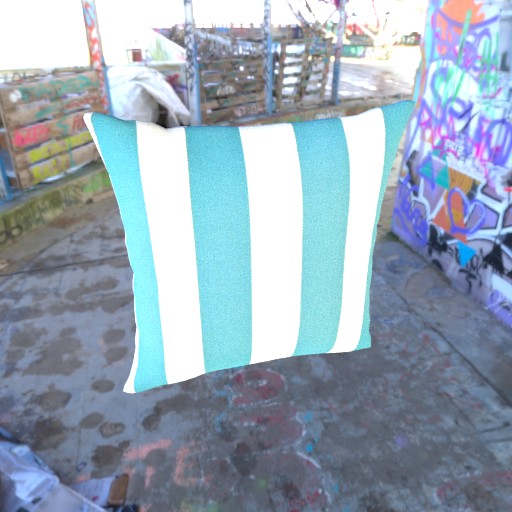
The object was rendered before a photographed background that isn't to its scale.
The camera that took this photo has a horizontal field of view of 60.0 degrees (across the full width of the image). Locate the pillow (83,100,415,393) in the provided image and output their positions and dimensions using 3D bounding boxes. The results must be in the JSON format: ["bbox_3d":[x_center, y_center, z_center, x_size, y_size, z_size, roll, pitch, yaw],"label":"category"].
[{"bbox_3d":[0.000,0.000,0.803,0.536,0.526,0.189,-7,29,-13],"label":"pillow"}]
